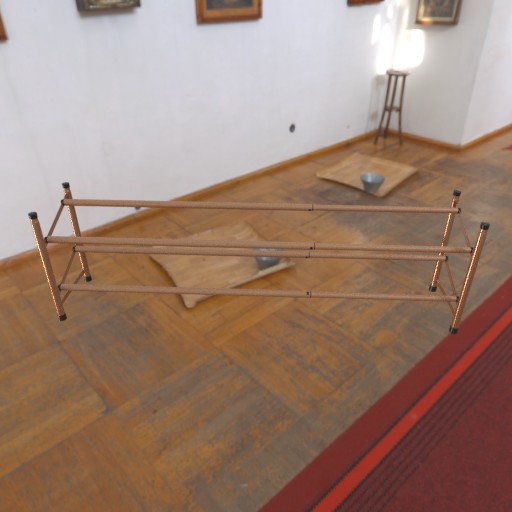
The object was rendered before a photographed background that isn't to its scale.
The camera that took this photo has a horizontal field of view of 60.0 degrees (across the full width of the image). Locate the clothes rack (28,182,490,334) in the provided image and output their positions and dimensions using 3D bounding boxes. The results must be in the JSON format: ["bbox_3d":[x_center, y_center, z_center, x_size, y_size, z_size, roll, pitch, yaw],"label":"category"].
[{"bbox_3d":[0.000,0.000,1.296,1.168,0.349,0.229,1,31,2],"label":"clothes rack"}]
